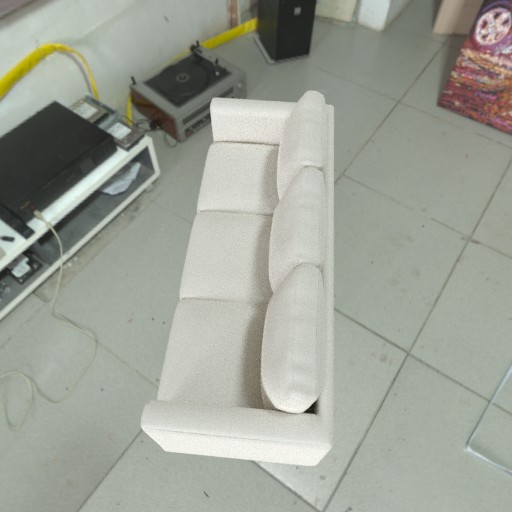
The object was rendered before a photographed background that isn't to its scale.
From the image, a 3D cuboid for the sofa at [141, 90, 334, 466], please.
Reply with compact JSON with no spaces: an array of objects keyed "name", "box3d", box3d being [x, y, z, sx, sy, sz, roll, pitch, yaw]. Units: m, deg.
[{"name":"sofa","box3d":[0.000,0.000,2.487,0.802,0.912,2.029,5,58,3]}]
